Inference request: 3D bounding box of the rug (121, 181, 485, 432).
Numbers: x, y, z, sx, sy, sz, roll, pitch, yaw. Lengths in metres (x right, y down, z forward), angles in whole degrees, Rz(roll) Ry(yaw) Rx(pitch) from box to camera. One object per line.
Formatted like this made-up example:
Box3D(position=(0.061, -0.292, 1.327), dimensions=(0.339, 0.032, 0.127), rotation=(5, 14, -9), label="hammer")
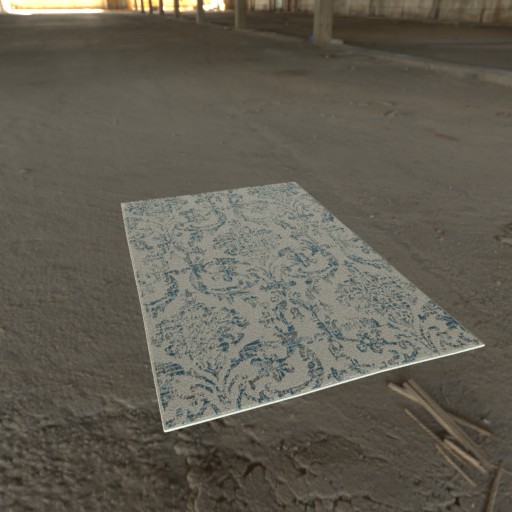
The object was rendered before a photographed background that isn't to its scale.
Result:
Box3D(position=(0.000, 0.000, 2.260), dimensions=(1.213, 0.012, 1.831), rotation=(-10, 32, -16), label="rug")
